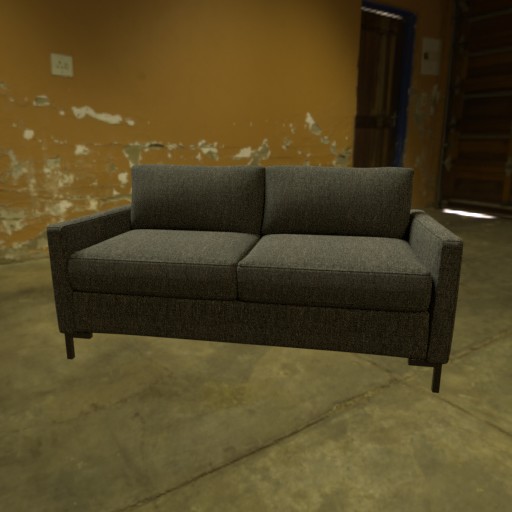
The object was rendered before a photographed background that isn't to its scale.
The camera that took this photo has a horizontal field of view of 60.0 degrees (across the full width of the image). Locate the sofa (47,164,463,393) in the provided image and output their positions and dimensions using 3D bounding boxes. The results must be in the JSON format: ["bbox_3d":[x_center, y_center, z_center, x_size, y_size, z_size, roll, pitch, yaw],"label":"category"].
[{"bbox_3d":[0.000,0.000,2.188,1.716,0.862,0.866,2,14,10],"label":"sofa"}]
